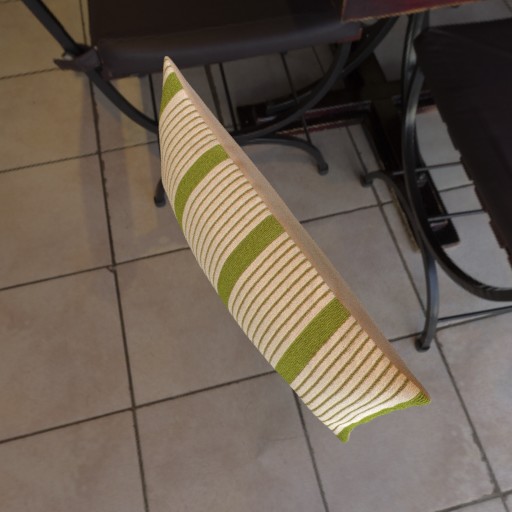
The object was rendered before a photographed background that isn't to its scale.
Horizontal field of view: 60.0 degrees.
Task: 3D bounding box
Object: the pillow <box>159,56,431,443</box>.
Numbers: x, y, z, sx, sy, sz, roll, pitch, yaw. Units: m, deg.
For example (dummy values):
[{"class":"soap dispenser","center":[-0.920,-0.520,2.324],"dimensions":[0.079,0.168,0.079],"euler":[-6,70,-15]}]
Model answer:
[{"class":"pillow","center":[0.000,0.000,0.701],"dimensions":[0.156,0.292,0.608],"euler":[-30,69,-13]}]
